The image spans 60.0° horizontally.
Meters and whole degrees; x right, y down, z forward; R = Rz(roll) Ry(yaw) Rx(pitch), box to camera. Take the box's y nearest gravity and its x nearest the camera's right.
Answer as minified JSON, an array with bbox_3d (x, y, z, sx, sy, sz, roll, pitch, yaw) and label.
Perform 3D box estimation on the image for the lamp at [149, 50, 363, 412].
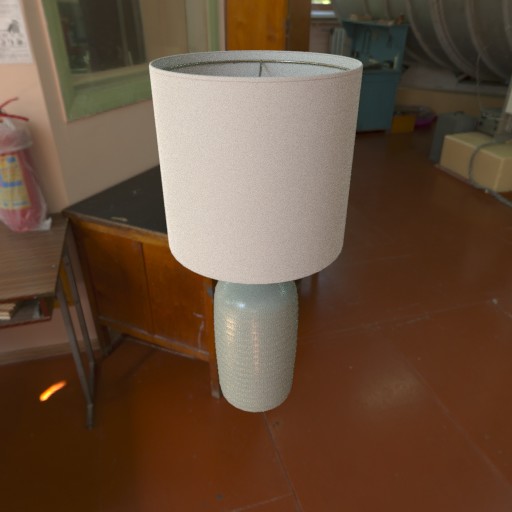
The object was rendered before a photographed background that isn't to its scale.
[{"bbox_3d":[0.000,0.000,0.586,0.220,0.475,0.220,9,31,15],"label":"lamp"}]
